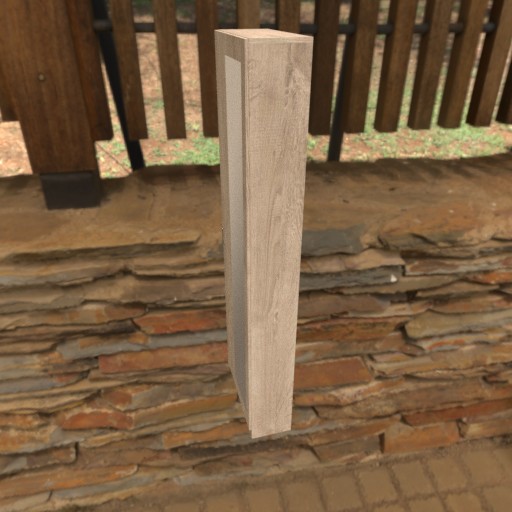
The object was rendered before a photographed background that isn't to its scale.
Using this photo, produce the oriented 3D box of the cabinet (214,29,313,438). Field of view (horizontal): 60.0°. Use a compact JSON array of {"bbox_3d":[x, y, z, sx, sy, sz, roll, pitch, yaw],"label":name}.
[{"bbox_3d":[0.000,0.000,1.988,0.230,1.790,0.500,-8,31,-13],"label":"cabinet"}]
